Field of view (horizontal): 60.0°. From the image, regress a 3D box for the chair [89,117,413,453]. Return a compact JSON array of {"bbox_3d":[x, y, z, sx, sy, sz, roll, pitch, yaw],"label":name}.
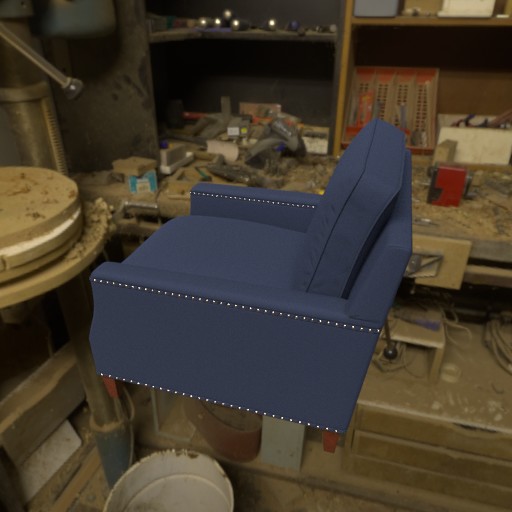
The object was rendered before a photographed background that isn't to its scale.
[{"bbox_3d":[0.000,0.000,1.665,1.014,0.943,0.853,8,31,15],"label":"chair"}]
